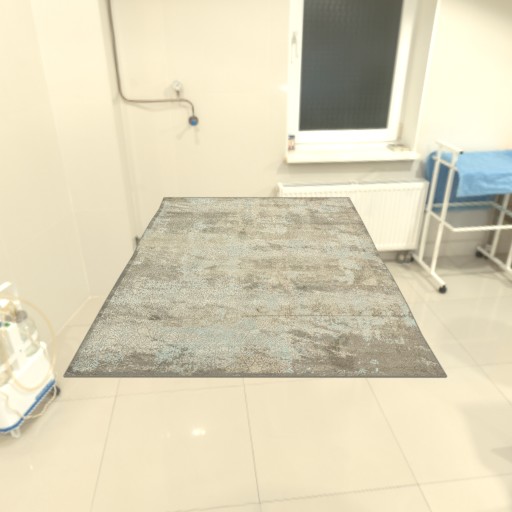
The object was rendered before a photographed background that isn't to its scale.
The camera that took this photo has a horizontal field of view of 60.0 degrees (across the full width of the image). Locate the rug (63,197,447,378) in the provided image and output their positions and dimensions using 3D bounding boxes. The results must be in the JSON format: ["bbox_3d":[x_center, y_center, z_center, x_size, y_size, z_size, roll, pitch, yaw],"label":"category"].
[{"bbox_3d":[0.000,0.000,4.219,2.393,0.013,3.307,0,27,0],"label":"rug"}]
